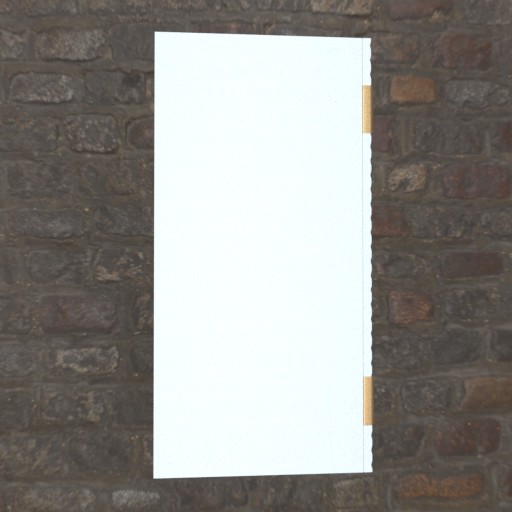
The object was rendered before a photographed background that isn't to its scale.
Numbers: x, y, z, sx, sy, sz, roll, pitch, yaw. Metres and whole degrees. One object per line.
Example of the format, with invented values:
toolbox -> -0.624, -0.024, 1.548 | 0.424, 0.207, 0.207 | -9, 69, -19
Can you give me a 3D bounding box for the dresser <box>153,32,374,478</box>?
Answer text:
dresser -> 0.000, 0.000, 1.271 | 0.457, 0.721, 0.905 | 0, 89, -3
